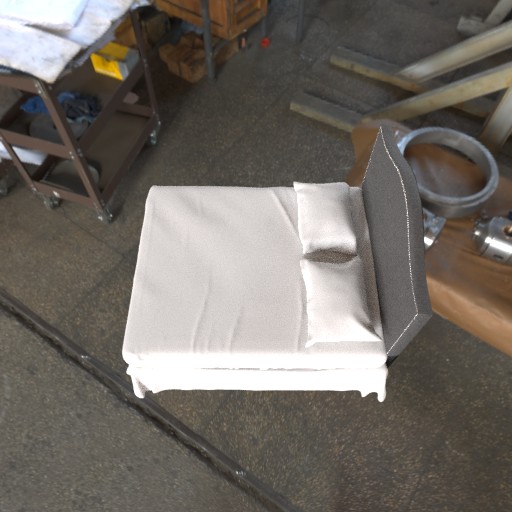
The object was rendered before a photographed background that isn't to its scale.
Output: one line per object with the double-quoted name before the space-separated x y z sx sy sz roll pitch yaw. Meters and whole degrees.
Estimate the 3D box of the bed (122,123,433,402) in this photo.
"bed" 0.000 0.000 3.504 2.221 1.645 1.876 0 59 0
